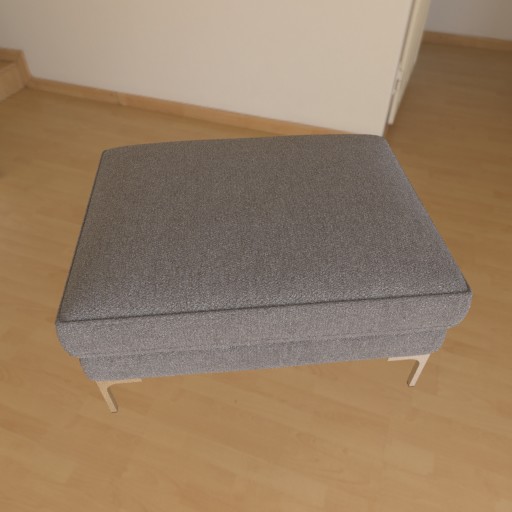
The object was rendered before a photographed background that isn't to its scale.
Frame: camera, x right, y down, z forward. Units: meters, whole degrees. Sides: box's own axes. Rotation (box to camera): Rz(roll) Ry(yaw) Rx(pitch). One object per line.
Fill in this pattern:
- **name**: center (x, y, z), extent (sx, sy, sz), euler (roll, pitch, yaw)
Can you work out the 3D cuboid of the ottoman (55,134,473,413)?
- **ottoman**: center (0.000, 0.000, 1.113), extent (0.785, 0.464, 0.583), euler (-4, 45, -4)
